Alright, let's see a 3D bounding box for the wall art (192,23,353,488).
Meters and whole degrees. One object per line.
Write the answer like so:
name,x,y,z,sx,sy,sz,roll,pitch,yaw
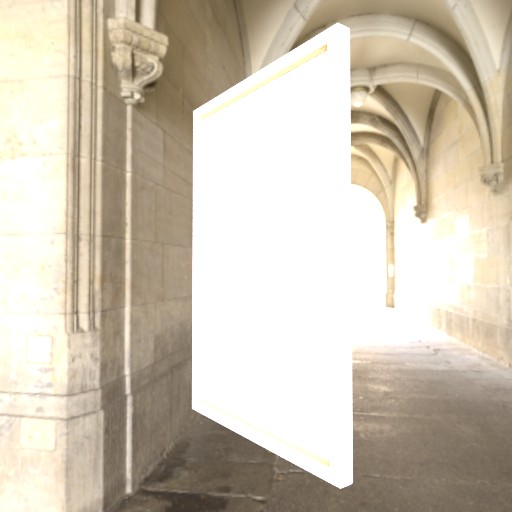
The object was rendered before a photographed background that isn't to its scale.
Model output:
wall art,0.000,0.000,1.125,0.038,0.912,0.607,1,-2,-36
